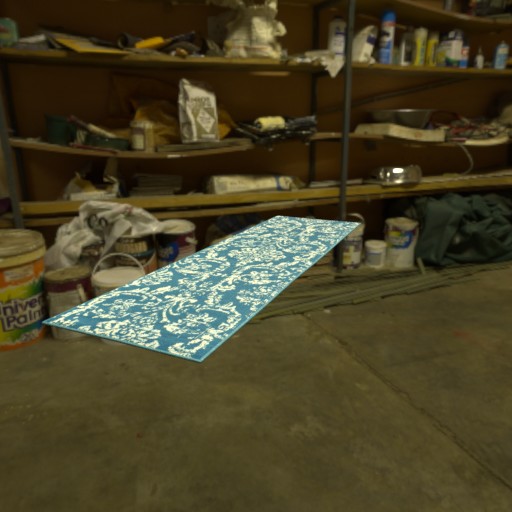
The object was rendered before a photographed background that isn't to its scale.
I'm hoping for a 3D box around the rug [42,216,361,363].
[{"bbox_3d":[0.000,0.000,2.395,0.662,0.011,2.196,7,18,24],"label":"rug"}]
